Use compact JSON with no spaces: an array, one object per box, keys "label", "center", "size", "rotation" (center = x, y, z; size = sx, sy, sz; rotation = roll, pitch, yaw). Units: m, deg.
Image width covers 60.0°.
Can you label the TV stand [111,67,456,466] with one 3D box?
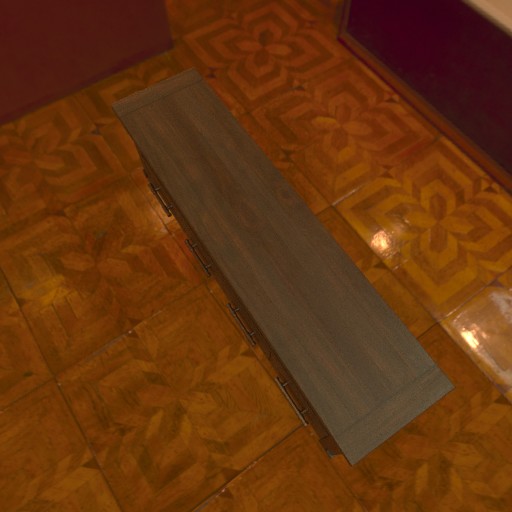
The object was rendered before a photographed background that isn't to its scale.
[{"label":"TV stand","center":[0.000,0.000,2.111],"size":[0.471,0.615,1.866],"rotation":[-30,68,-14]}]
